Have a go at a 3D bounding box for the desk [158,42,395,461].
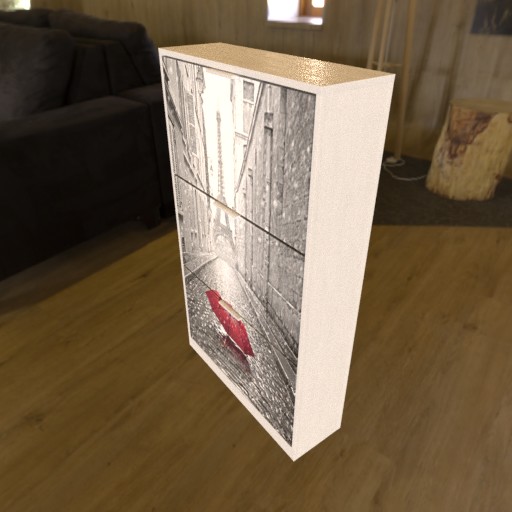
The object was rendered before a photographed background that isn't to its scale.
[{"bbox_3d":[0.000,0.000,1.561,0.250,1.280,0.750,-22,38,-31],"label":"desk"}]
